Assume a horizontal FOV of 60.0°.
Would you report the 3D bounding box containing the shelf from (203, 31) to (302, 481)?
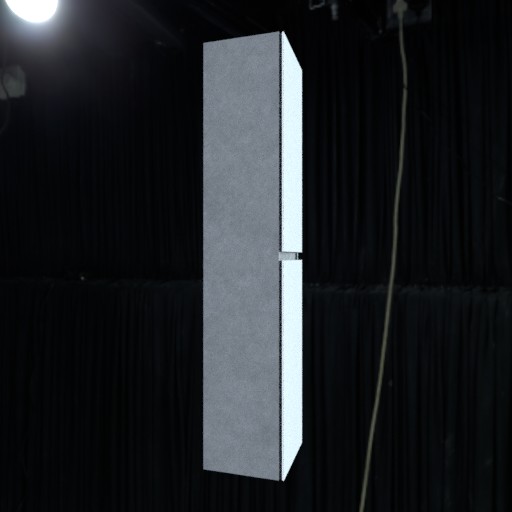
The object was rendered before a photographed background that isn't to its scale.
[{"bbox_3d":[0.000,0.000,1.561,0.270,1.400,0.300,0,0,17],"label":"shelf"}]
